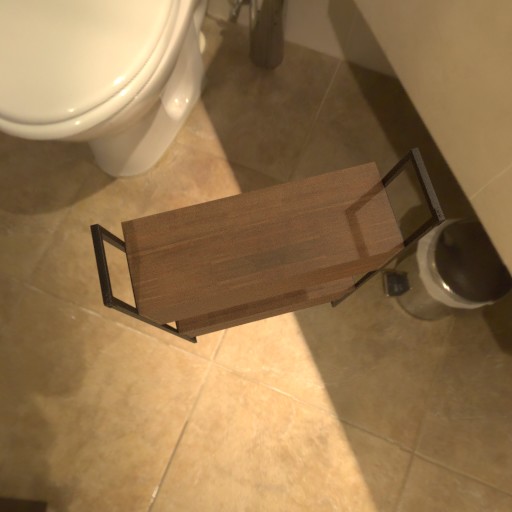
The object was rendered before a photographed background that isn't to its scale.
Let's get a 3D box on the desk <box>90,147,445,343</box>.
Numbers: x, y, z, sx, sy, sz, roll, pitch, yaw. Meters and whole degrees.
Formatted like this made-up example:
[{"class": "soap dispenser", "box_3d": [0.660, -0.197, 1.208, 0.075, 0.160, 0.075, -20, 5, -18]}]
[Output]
[{"class": "desk", "box_3d": [0.000, 0.000, 2.160, 0.982, 1.809, 0.515, -14, 76, -4]}]
